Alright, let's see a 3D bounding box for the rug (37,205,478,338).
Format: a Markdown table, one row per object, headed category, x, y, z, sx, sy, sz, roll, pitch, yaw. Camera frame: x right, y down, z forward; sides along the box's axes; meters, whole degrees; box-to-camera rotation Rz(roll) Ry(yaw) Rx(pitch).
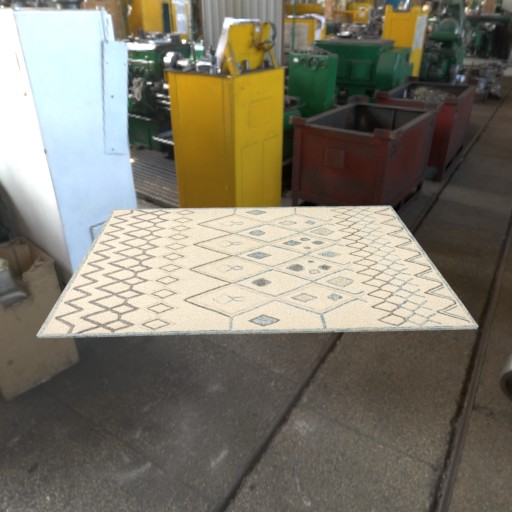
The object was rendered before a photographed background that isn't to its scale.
| category | x | y | z | sx | sy | sz | roll | pitch | yaw |
| --- | --- | --- | --- | --- | --- | --- | --- | --- | --- |
| rug | 0.000 | 0.000 | 2.359 | 1.820 | 0.009 | 1.260 | -1 | 30 | -2 |
